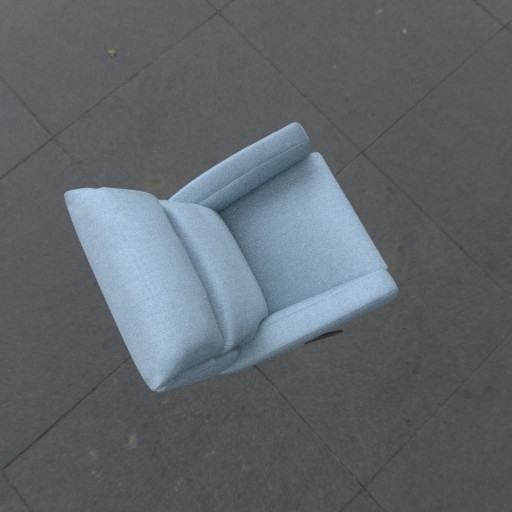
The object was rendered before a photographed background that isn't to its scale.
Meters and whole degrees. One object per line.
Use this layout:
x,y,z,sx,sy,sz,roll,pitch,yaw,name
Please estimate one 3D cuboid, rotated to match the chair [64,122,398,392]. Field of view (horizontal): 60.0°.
0.000,0.000,1.675,0.940,1.013,0.812,-27,79,-6,chair
